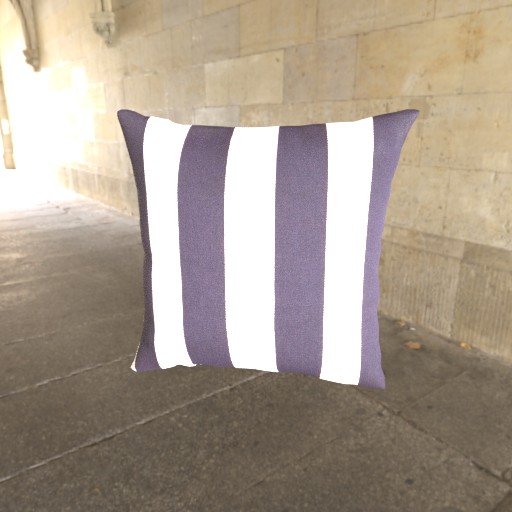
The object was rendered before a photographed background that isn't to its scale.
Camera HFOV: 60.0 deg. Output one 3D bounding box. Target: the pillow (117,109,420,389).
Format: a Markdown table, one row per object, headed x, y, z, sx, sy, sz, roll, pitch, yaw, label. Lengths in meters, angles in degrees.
| x | y | z | sx | sy | sz | roll | pitch | yaw | label |
| --- | --- | --- | --- | --- | --- | --- | --- | --- | --- |
| 0.000 | 0.000 | 0.834 | 0.536 | 0.526 | 0.189 | 2 | 17 | 8 | pillow |
